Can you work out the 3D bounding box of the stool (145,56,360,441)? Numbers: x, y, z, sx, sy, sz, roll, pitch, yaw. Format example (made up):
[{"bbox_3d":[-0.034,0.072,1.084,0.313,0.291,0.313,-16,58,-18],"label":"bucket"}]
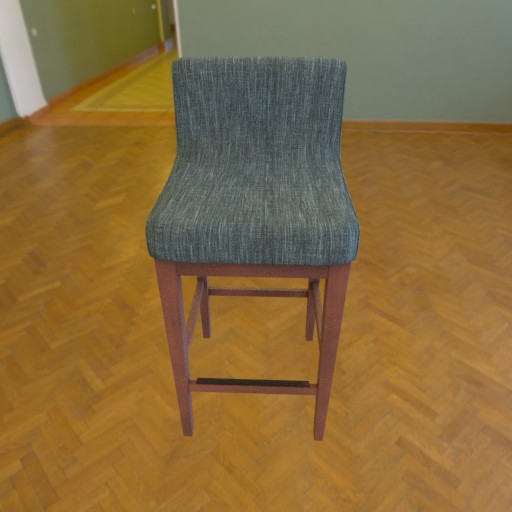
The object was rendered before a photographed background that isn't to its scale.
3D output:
[{"bbox_3d":[0.000,0.000,1.070,0.395,0.835,0.459,1,32,2],"label":"stool"}]
